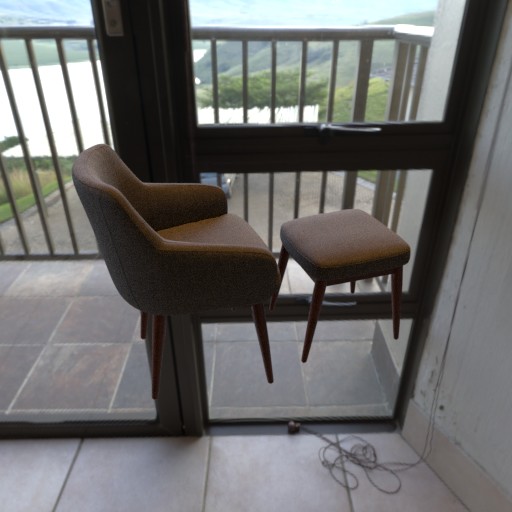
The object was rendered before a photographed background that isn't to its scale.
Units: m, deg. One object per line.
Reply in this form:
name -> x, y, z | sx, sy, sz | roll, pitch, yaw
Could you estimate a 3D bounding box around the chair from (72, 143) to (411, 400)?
chair -> 0.000, 0.000, 1.600 | 1.107, 0.799, 0.584 | -10, 31, -17
